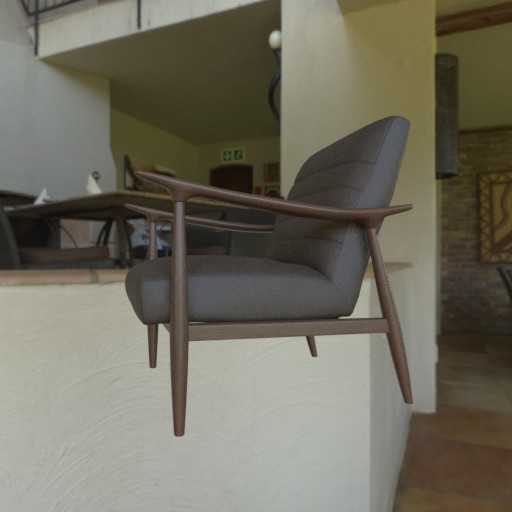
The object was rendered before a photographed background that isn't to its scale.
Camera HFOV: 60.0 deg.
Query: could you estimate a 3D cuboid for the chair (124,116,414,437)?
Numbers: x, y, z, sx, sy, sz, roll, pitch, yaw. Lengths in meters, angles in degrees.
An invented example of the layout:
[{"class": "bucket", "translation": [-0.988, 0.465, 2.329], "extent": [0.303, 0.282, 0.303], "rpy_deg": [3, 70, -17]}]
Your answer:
[{"class": "chair", "translation": [0.000, 0.000, 1.432], "extent": [0.798, 0.831, 0.741], "rpy_deg": [0, 0, -18]}]
